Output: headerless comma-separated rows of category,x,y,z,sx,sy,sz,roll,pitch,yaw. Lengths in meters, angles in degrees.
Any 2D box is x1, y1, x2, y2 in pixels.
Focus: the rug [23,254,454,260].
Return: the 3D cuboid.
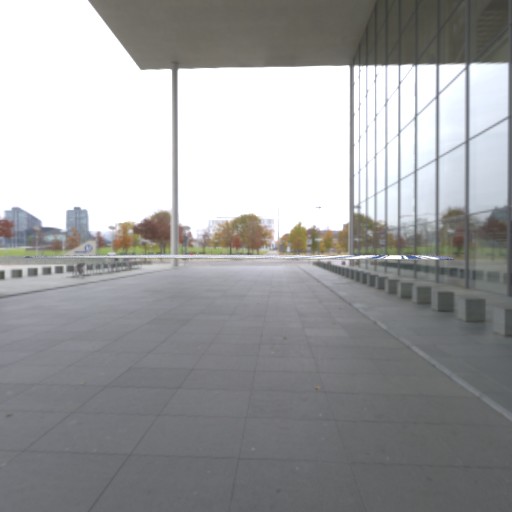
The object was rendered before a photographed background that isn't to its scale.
rug,0.000,0.000,4.434,3.416,0.016,2.471,0,1,18
